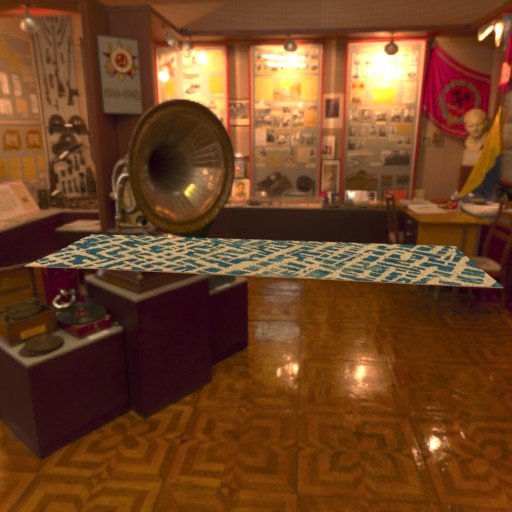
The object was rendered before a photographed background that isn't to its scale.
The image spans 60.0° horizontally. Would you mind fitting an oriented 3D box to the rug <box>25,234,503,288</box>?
[{"bbox_3d":[0.000,0.000,2.602,2.446,0.011,0.768,2,16,8],"label":"rug"}]
